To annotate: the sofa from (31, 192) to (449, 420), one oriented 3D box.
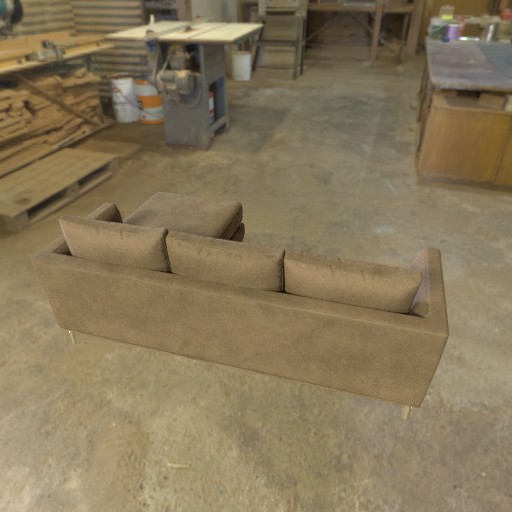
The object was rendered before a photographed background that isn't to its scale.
[{"bbox_3d":[0.000,0.000,3.227,2.438,0.987,1.622,9,34,14],"label":"sofa"}]
